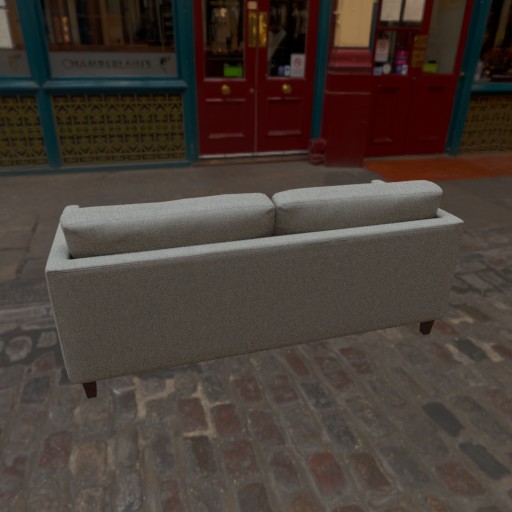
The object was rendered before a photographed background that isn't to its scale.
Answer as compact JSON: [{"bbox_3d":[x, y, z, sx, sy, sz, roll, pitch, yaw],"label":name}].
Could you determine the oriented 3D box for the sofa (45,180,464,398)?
[{"bbox_3d":[0.000,0.000,2.717,2.208,0.963,0.956,-7,26,-15],"label":"sofa"}]
